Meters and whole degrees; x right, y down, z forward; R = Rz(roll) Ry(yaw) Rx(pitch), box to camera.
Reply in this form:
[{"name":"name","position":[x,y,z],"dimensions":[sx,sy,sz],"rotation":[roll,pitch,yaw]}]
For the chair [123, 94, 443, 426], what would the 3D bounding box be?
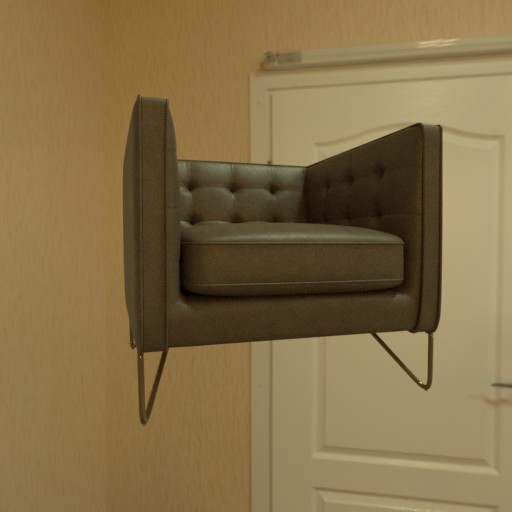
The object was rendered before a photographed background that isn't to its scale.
[{"name":"chair","position":[0.000,0.000,1.552],"dimensions":[0.880,0.790,0.894],"rotation":[-1,2,-18]}]
